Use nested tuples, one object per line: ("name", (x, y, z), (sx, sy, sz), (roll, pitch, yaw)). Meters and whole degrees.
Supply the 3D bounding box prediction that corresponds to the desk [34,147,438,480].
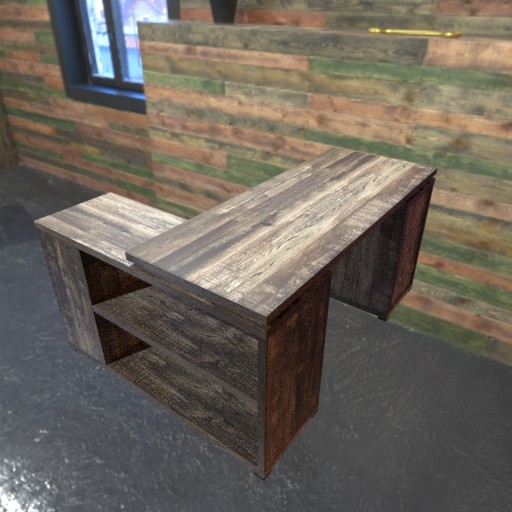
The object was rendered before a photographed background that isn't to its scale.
("desk", (0.000, 0.000, 2.251), (1.200, 0.753, 1.524), (21, 36, 31))
